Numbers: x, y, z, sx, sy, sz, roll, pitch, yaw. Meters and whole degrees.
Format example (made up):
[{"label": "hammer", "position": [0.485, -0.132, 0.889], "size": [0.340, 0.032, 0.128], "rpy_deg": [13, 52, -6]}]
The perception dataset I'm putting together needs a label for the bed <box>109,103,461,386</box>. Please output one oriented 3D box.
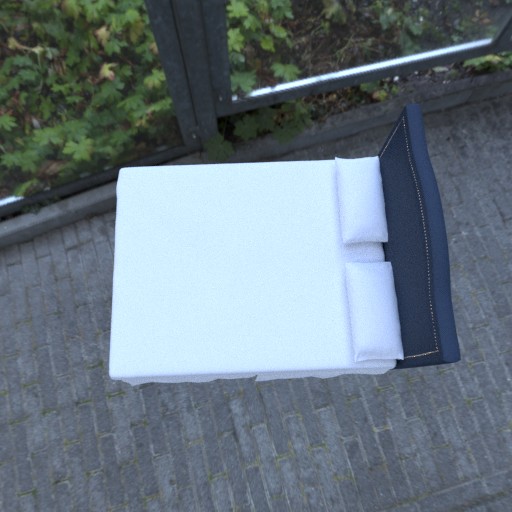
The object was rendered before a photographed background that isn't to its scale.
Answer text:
[{"label": "bed", "position": [0.000, 0.000, 3.346], "size": [2.282, 1.436, 1.821], "rpy_deg": [-2, 74, -1]}]
